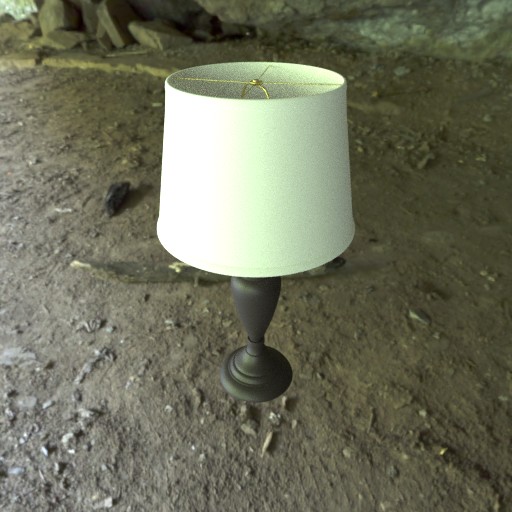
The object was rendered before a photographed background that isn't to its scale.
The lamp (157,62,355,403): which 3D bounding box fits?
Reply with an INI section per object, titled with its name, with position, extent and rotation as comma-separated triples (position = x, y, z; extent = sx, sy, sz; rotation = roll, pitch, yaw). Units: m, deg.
[lamp]
position = 0.000, 0.000, 0.803
extent = 0.335, 0.611, 0.335
rotation = 0, 33, 0
